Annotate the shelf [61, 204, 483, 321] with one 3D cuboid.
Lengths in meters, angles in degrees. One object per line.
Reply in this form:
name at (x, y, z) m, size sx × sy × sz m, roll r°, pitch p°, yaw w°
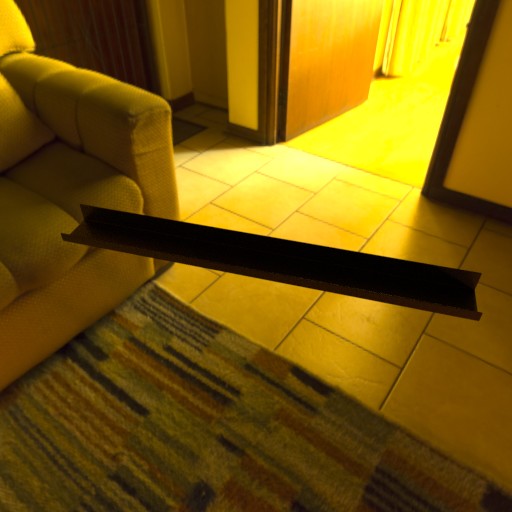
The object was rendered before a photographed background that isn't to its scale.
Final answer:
shelf at (0.000, 0.000, 0.974) m, size 0.924 × 0.049 × 0.092 m, roll 10°, pitch 41°, yaw 12°
